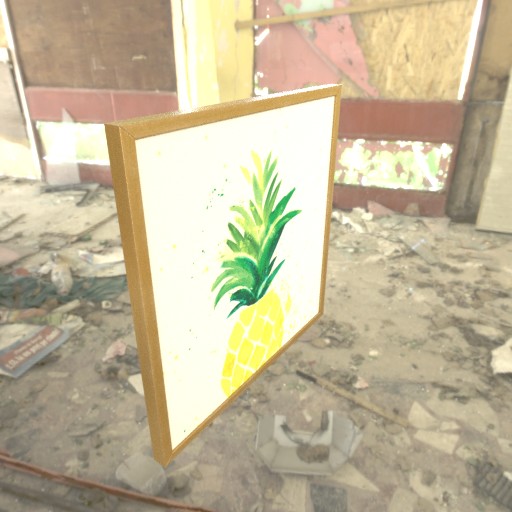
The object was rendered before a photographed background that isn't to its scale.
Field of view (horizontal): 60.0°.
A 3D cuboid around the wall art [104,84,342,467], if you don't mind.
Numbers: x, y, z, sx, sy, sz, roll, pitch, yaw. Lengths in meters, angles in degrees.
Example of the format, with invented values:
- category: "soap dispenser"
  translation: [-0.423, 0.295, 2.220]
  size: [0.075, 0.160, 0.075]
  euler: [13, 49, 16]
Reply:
- category: "wall art"
  translation: [0.000, 0.000, 1.128]
  size: [0.037, 0.760, 0.762]
  euler: [18, 32, 31]
